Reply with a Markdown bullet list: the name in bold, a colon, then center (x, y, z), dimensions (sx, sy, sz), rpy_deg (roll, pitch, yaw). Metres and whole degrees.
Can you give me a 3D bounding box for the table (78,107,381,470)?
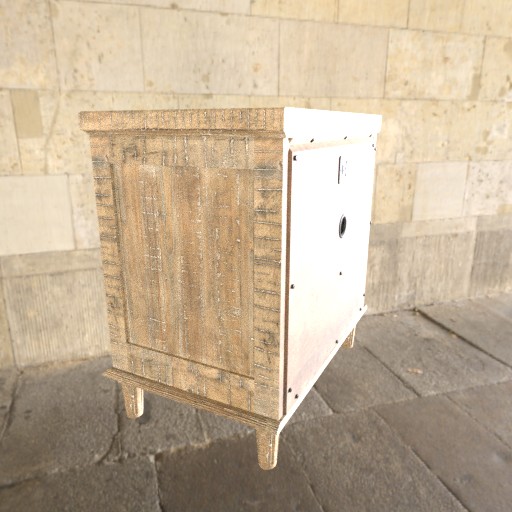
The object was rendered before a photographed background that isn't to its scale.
- **table**: center (0.000, 0.000, 1.164), dimensions (0.457, 0.711, 0.686), rpy_deg (8, 18, 26)
